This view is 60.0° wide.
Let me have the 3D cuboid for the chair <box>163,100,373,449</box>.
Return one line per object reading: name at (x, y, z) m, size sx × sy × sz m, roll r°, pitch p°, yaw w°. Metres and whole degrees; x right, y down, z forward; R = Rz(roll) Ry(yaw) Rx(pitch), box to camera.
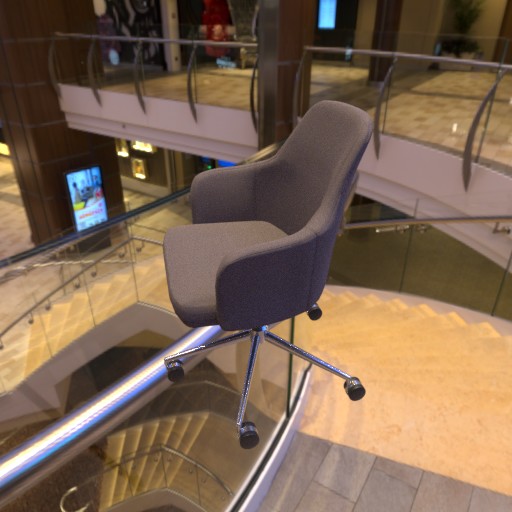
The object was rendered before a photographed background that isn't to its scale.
chair at (0.000, 0.000, 1.299) m, size 0.600 × 0.820 × 0.655 m, roll -7°, pitch 30°, yaw -12°
